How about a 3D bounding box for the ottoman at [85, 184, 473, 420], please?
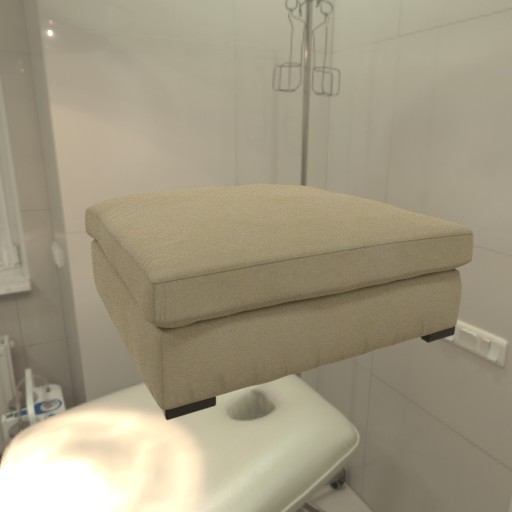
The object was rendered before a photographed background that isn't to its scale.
[{"bbox_3d":[0.000,0.000,1.865,1.205,0.522,1.190,-8,18,-27],"label":"ottoman"}]
